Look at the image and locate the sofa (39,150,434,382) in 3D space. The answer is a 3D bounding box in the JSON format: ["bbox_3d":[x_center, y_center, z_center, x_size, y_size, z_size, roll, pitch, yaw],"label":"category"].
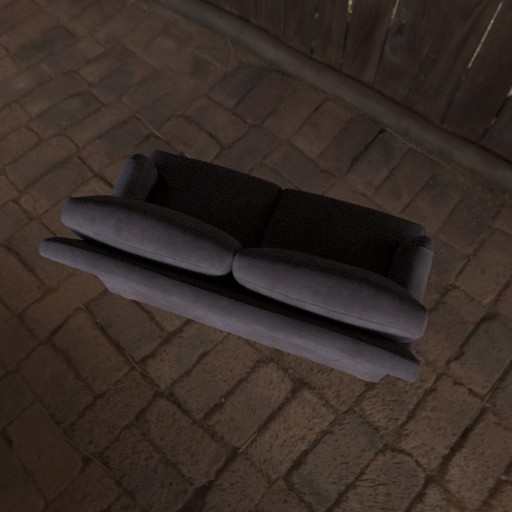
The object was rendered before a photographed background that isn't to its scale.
[{"bbox_3d":[0.000,0.000,2.548,1.853,1.101,1.084,17,64,9],"label":"sofa"}]
